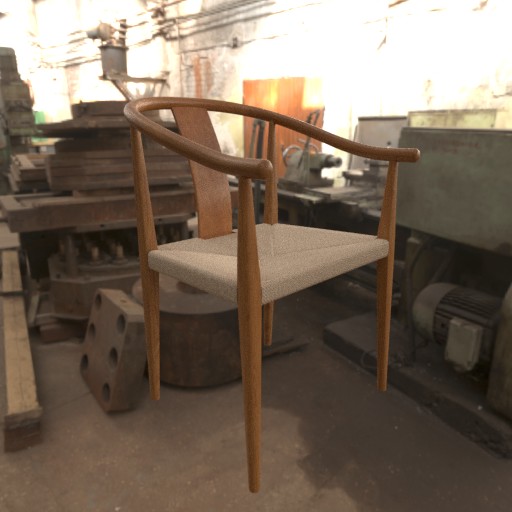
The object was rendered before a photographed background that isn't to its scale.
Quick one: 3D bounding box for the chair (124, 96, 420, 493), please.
[{"bbox_3d":[0.000,0.000,1.151,0.579,0.800,0.556,16,22,43],"label":"chair"}]
